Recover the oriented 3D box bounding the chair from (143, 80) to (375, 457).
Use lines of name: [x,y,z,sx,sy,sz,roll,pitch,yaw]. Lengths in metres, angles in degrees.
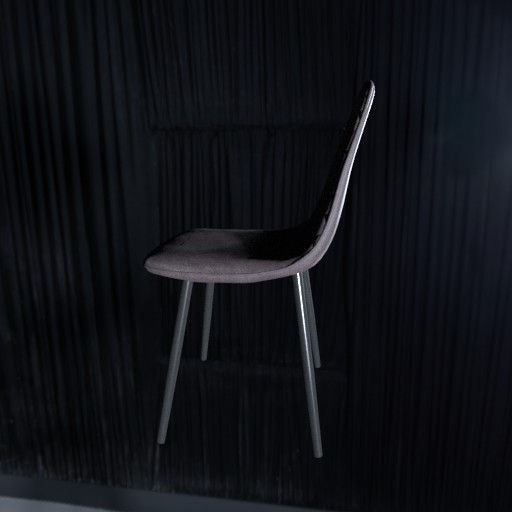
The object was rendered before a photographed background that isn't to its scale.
chair: [0.000,0.000,1.219,0.561,0.889,0.472,2,15,7]
